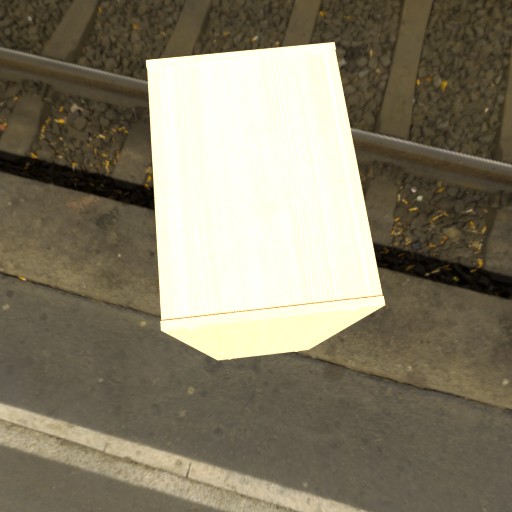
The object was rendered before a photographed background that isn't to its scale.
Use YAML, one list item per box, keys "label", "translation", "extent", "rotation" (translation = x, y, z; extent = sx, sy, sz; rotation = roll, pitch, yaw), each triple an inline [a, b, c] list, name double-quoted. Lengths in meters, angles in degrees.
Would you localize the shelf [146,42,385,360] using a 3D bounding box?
- label: "shelf"
  translation: [0.000, 0.000, 1.051]
  extent: [0.292, 0.876, 0.417]
  rotation: [-6, 74, -2]
